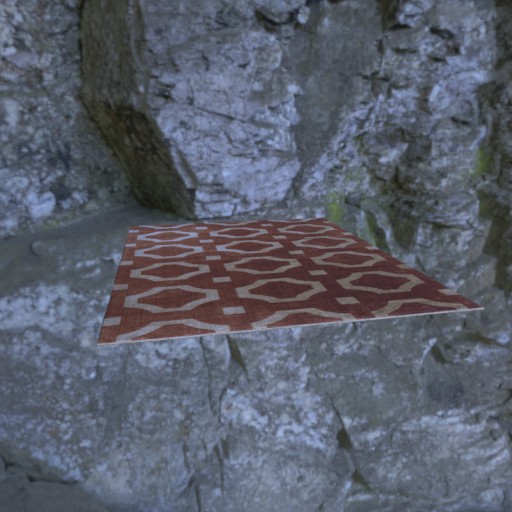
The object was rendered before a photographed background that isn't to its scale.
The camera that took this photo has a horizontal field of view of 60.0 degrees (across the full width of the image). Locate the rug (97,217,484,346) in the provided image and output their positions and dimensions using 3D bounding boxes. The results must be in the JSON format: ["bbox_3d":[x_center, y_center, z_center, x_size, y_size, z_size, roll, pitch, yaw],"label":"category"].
[{"bbox_3d":[0.000,0.000,4.137,2.466,0.021,3.049,-3,17,-11],"label":"rug"}]
